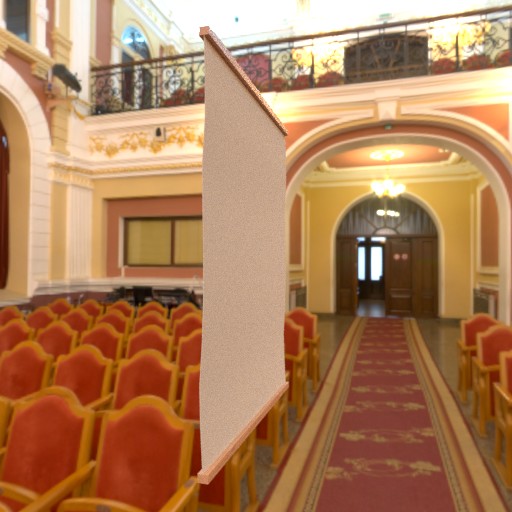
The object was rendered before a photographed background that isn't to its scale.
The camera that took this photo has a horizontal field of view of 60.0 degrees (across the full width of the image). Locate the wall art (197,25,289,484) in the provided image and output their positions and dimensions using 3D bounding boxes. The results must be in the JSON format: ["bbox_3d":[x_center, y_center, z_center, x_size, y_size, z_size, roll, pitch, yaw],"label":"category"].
[{"bbox_3d":[0.000,0.000,0.686,0.013,0.508,0.406,0,-1,17],"label":"wall art"}]
